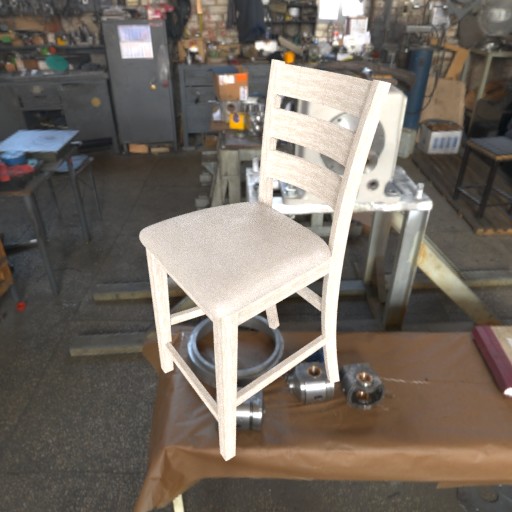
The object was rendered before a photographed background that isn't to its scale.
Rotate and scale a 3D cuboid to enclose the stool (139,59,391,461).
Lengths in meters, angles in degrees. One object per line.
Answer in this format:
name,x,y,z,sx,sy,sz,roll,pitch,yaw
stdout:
stool,0.000,0.000,1.359,0.569,1.032,0.484,-20,37,-29
